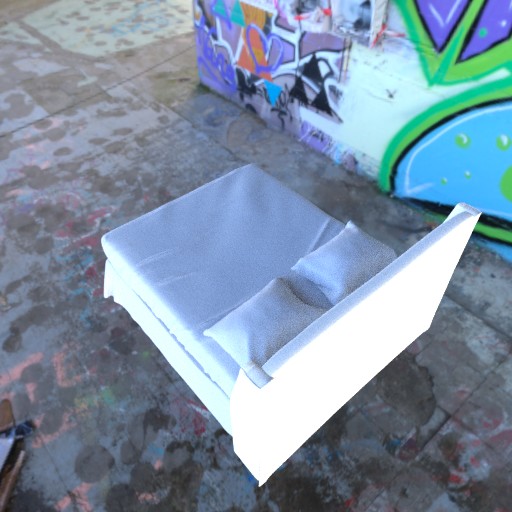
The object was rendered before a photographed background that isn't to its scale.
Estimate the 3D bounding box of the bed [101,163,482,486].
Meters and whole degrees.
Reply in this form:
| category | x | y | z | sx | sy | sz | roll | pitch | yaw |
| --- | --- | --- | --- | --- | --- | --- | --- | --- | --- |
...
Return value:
| category | x | y | z | sx | sy | sz | roll | pitch | yaw |
| --- | --- | --- | --- | --- | --- | --- | --- | --- | --- |
| bed | 0.000 | 0.000 | 3.457 | 1.925 | 1.332 | 2.276 | -32 | 53 | -27 |
